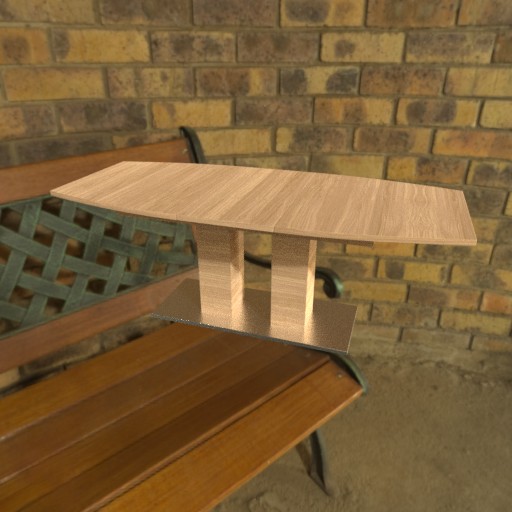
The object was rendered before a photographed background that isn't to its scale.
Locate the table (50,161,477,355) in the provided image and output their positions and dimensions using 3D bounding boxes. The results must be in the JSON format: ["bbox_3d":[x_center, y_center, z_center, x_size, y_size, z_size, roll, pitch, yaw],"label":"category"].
[{"bbox_3d":[0.000,0.000,2.459,2.032,0.750,0.900,8,27,16],"label":"table"}]
